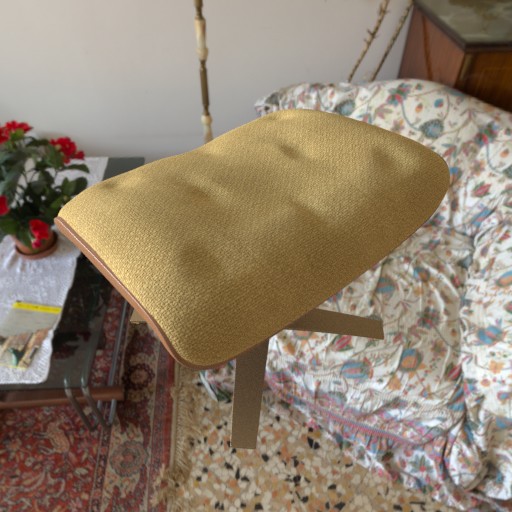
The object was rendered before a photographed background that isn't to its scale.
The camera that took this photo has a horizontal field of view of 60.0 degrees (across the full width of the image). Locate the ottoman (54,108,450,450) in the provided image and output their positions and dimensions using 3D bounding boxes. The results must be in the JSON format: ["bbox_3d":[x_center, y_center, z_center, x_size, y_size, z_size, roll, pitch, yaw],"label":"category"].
[{"bbox_3d":[0.000,0.000,0.781,0.520,0.391,0.394,-31,52,-27],"label":"ottoman"}]
